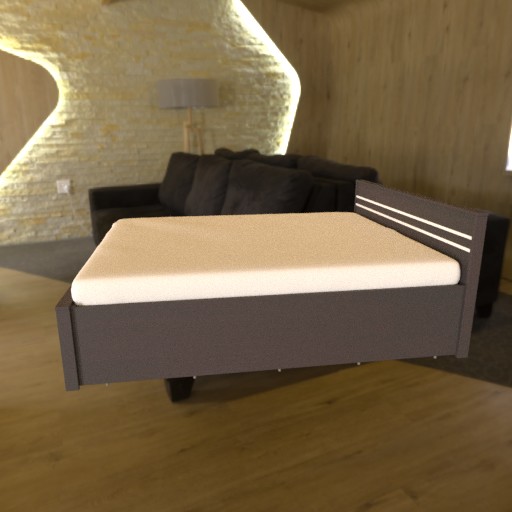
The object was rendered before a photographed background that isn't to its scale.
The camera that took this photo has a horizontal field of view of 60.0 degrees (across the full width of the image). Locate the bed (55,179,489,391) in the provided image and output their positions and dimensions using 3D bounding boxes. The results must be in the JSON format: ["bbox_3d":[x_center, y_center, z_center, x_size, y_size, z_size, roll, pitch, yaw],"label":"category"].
[{"bbox_3d":[0.000,0.000,2.947,2.103,0.808,1.634,-2,16,-9],"label":"bed"}]
